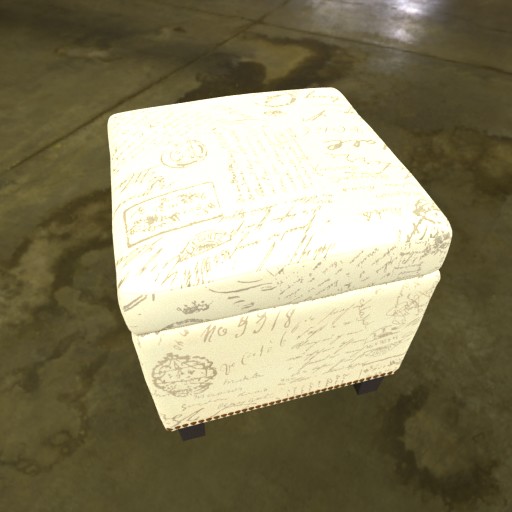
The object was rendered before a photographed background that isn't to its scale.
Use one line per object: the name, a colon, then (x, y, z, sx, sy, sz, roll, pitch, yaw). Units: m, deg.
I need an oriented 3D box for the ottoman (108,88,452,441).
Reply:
ottoman: (0.000, 0.000, 0.831, 0.449, 0.457, 0.450, -11, 47, -10)
